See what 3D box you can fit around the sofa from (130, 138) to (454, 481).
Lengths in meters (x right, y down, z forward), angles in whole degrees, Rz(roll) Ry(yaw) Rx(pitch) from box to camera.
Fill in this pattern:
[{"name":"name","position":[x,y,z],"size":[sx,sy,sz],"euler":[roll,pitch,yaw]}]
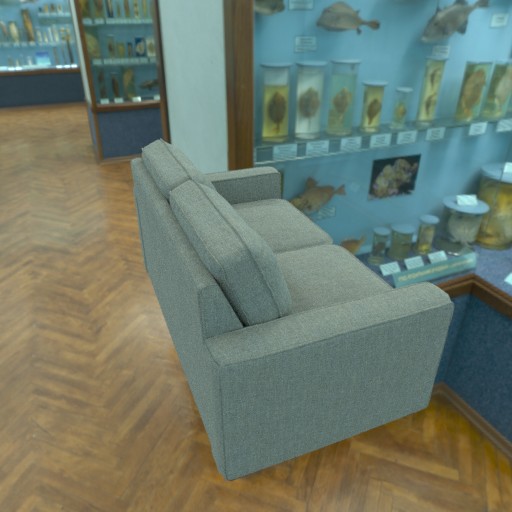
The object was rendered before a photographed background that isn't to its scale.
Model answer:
[{"name":"sofa","position":[0.000,0.000,2.219],"size":[0.945,0.915,1.706],"euler":[-11,32,-19]}]
